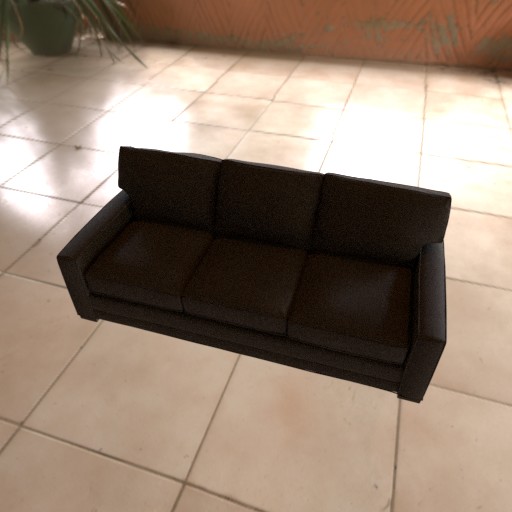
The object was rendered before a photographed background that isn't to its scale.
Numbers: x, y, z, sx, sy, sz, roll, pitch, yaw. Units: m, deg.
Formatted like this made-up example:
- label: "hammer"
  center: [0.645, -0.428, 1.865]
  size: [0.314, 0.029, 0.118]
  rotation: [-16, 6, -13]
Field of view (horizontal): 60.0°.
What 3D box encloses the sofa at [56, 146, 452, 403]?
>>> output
- label: "sofa"
  center: [0.000, 0.000, 2.958]
  size: [2.369, 0.978, 1.004]
  rotation: [11, 42, 13]
